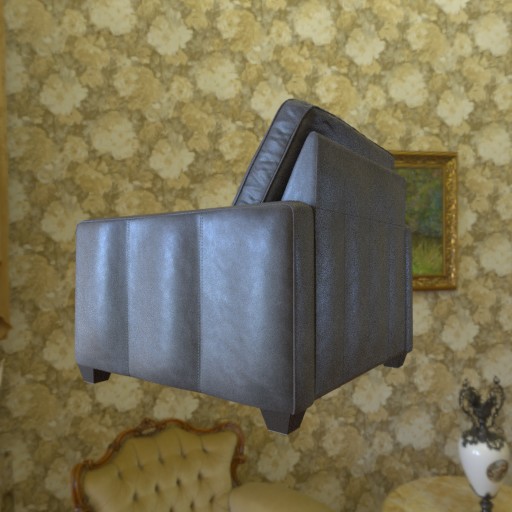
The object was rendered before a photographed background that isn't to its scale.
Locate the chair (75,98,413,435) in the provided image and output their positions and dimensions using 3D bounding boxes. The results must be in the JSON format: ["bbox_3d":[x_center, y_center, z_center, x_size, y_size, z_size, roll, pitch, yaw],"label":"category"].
[{"bbox_3d":[0.000,0.000,1.741,0.939,0.916,1.006,-1,-1,36],"label":"chair"}]
